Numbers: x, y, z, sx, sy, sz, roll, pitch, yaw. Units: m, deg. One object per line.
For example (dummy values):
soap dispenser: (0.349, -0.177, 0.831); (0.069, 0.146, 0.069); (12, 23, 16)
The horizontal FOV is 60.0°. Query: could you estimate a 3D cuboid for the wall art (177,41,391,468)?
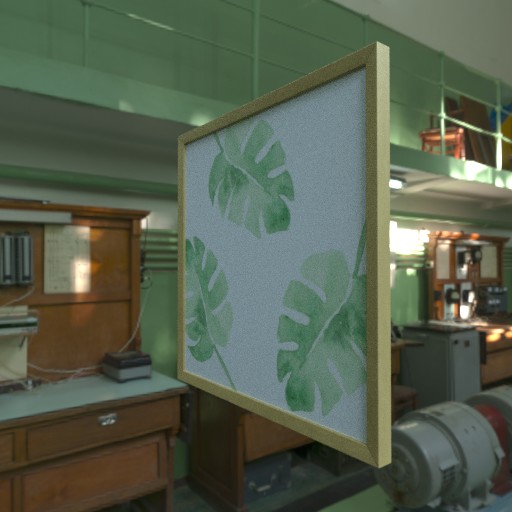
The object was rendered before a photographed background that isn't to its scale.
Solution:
wall art: (0.000, 0.000, 1.104); (0.037, 0.763, 0.763); (1, -1, -37)
